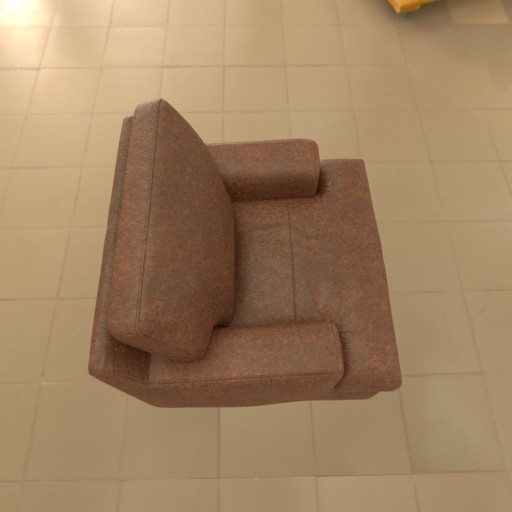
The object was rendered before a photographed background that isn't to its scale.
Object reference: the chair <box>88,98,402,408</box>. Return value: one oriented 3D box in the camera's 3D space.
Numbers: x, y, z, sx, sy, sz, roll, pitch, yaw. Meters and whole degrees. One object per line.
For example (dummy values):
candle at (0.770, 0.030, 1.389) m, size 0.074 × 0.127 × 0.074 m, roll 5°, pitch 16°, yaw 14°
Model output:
chair at (0.000, 0.000, 1.933) m, size 1.143 × 0.939 × 1.168 m, roll -1°, pitch 63°, yaw -1°
